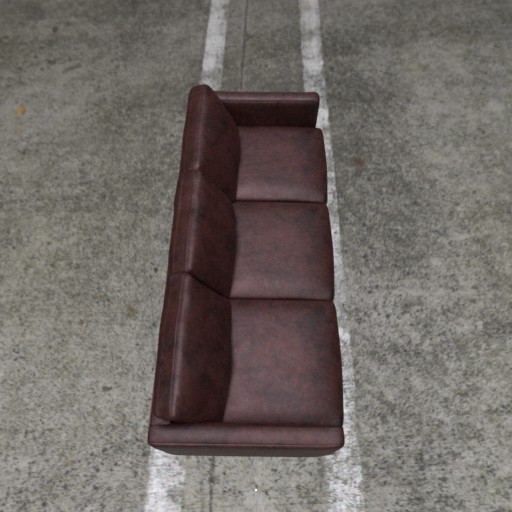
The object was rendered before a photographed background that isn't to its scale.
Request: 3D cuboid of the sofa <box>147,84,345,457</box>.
[{"bbox_3d":[0.000,0.000,3.007,1.045,1.006,2.464,1,62,0],"label":"sofa"}]
